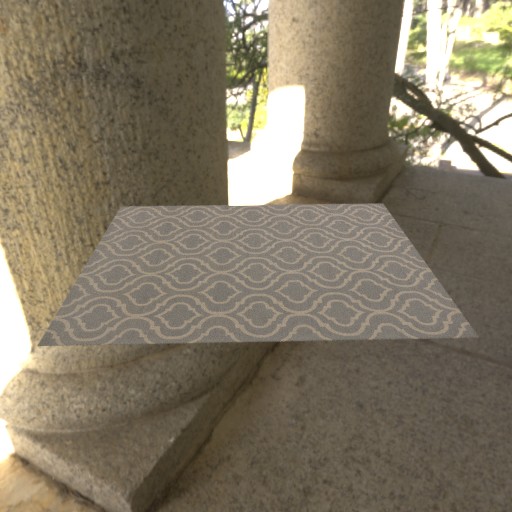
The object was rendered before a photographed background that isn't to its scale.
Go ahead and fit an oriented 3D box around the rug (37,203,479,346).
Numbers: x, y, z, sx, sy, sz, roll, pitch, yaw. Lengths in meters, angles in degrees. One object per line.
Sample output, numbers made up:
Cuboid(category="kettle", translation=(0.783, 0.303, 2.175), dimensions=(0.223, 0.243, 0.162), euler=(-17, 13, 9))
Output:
Cuboid(category="rug", translation=(0.000, 0.000, 3.896), dimensions=(2.892, 0.006, 2.283), euler=(-1, 29, -1))
